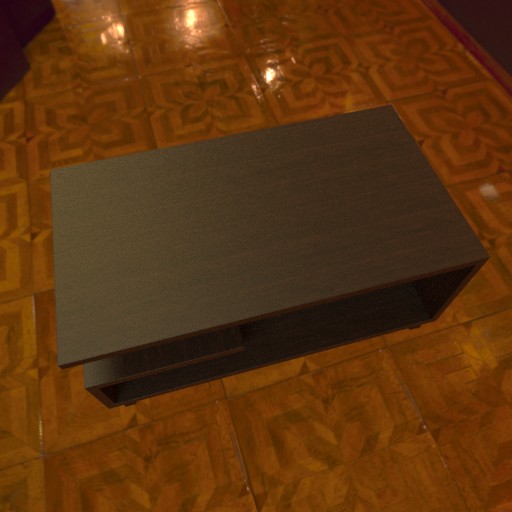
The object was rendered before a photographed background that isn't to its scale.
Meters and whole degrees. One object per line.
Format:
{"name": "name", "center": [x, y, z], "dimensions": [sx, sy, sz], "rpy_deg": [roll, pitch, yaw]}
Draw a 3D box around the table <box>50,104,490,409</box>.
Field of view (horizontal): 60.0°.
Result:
{"name": "table", "center": [0.000, 0.000, 1.375], "dimensions": [1.050, 0.460, 0.590], "rpy_deg": [-13, 59, -8]}
